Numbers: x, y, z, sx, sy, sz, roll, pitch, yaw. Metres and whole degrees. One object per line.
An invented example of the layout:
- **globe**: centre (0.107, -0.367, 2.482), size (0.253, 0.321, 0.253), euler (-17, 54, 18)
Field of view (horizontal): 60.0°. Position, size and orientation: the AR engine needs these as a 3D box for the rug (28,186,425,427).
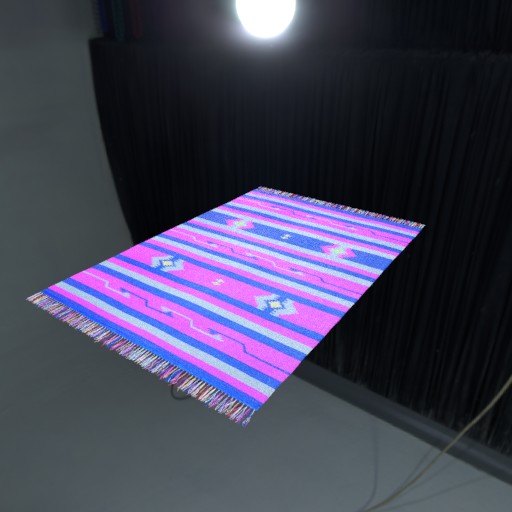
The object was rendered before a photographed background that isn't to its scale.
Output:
- **rug**: centre (0.000, 0.000, 2.933), size (1.539, 0.013, 2.350), euler (18, 33, 31)
